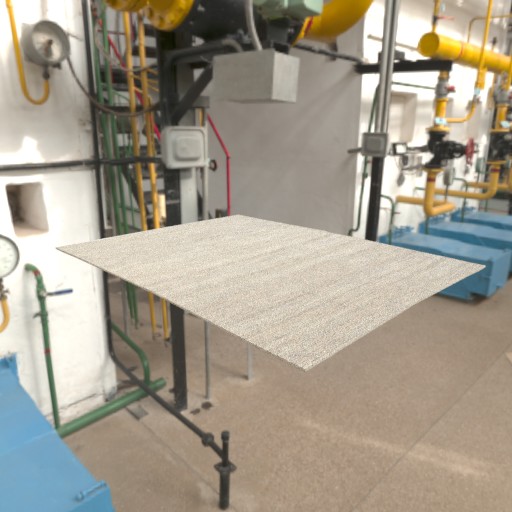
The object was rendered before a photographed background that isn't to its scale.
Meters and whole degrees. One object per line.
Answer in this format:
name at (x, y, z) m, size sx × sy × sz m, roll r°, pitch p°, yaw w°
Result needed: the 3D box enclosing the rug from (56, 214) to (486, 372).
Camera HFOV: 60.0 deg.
rug at (0.000, 0.000, 4.624) m, size 2.757 × 0.051 × 3.626 m, roll -15°, pitch 22°, yaw -42°
